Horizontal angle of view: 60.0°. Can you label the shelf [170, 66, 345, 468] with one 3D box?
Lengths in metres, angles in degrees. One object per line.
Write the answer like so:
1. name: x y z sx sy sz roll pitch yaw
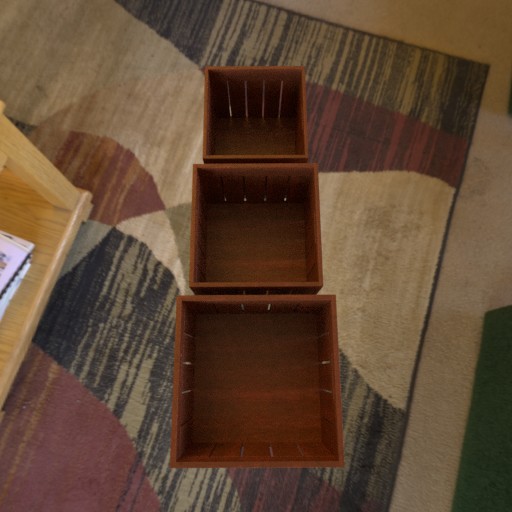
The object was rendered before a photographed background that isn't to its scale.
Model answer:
1. shelf: 0.000 0.000 1.280 0.393 0.311 1.064 0 75 0
